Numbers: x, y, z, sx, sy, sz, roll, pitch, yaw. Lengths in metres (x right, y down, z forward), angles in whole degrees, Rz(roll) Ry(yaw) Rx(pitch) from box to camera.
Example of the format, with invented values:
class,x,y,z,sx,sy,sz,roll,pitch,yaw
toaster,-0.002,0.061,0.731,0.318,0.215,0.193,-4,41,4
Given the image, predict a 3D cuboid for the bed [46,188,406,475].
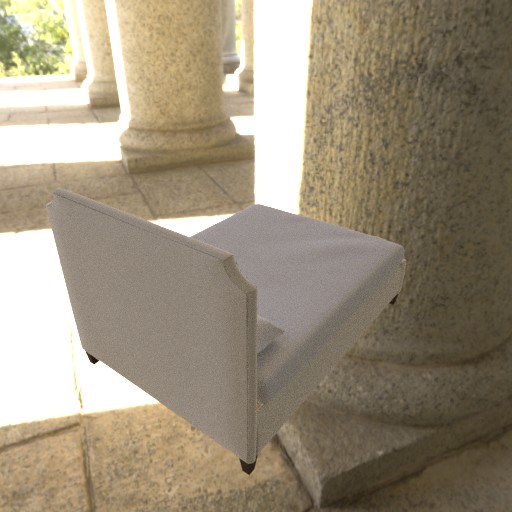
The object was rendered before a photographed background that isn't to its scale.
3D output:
class,x,y,z,sx,sy,sz,roll,pitch,yaw
bed,0.000,0.000,3.538,1.712,1.497,2.372,20,35,32
